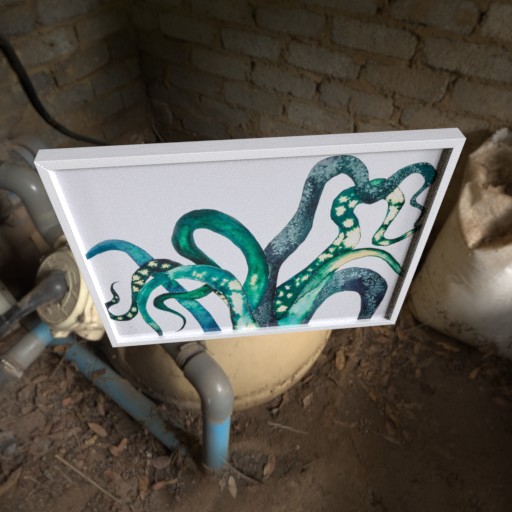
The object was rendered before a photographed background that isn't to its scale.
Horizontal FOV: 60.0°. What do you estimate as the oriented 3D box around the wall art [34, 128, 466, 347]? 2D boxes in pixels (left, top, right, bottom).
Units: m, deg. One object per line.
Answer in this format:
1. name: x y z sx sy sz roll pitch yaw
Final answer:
1. wall art: 0.000 0.000 1.364 1.041 0.787 0.053 -4 46 -4
